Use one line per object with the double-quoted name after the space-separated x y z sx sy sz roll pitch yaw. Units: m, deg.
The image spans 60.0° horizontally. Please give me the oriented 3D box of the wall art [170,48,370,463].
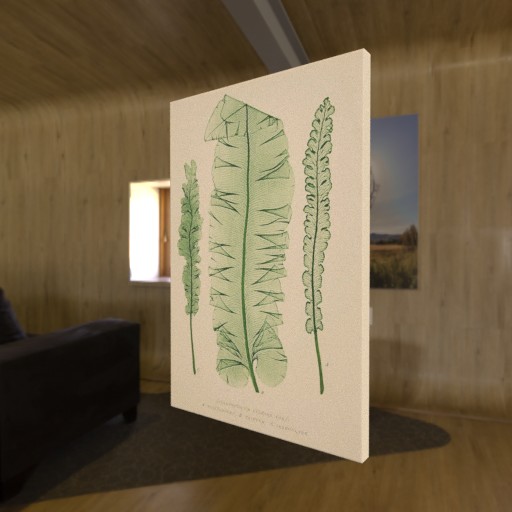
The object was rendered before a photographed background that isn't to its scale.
0.000 0.000 1.172 0.610 0.914 0.038 1 1 36 "wall art"
